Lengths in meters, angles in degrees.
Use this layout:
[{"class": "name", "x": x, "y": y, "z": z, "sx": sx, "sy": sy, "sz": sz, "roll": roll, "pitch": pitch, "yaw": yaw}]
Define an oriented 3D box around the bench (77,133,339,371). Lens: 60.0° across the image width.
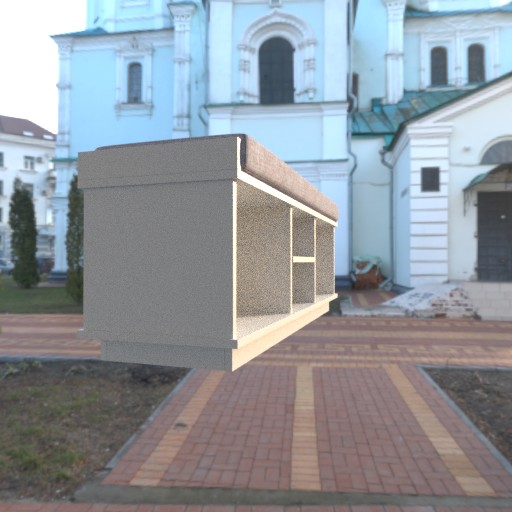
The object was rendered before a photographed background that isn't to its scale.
[{"class": "bench", "x": 0.000, "y": 0.000, "z": 1.411, "sx": 0.363, "sy": 0.453, "sz": 1.196, "roll": 0, "pitch": -1, "yaw": 19}]
